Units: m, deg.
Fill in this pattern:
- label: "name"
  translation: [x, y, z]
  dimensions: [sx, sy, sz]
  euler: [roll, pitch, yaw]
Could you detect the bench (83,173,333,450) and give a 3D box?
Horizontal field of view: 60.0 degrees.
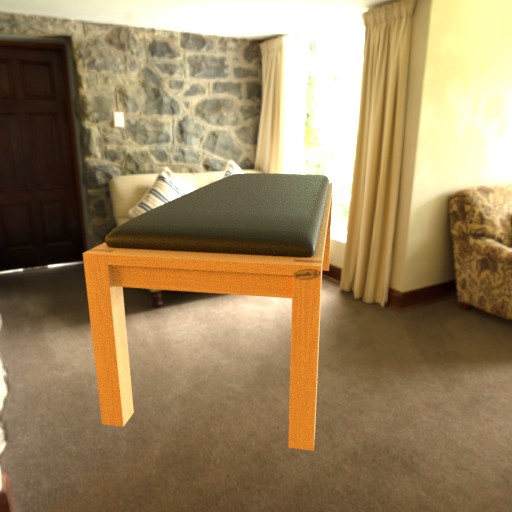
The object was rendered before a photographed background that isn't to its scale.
- label: "bench"
  translation: [0.000, 0.000, 1.415]
  dimensions: [0.450, 0.430, 1.202]
  euler: [3, 17, 10]
